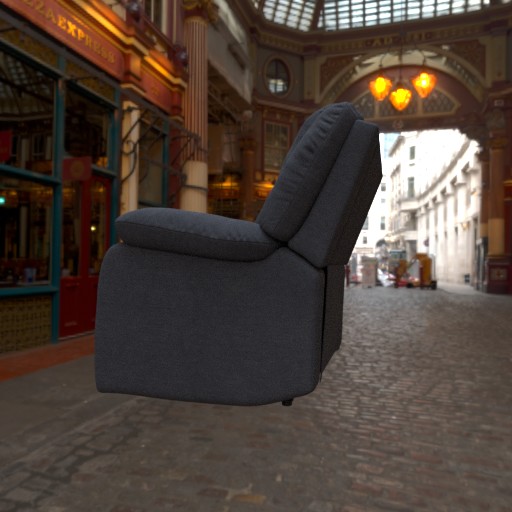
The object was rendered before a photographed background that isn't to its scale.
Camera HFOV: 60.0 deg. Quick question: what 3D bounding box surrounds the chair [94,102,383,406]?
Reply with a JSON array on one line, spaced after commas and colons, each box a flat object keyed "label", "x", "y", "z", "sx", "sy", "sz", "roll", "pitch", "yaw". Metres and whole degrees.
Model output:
[{"label": "chair", "x": 0.000, "y": 0.000, "z": 1.729, "sx": 0.944, "sy": 1.008, "sz": 0.899, "roll": 0, "pitch": -1, "yaw": 17}]
